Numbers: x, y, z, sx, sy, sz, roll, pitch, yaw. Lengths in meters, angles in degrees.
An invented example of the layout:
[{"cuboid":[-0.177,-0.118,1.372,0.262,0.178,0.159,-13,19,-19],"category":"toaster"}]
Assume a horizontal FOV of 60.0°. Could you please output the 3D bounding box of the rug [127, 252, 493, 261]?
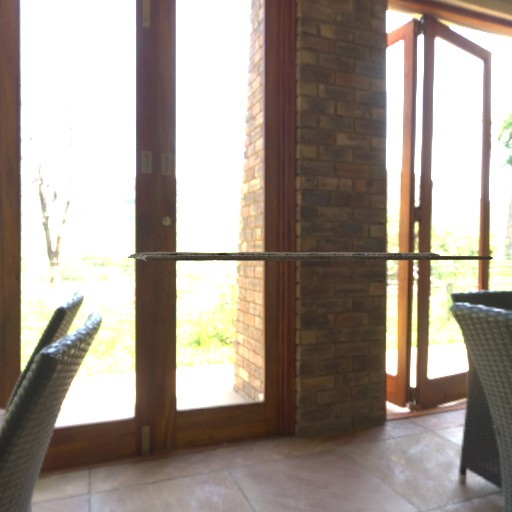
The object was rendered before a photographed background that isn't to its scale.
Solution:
[{"cuboid":[0.000,0.000,2.272,1.222,0.030,1.823,0,0,-18],"category":"rug"}]
